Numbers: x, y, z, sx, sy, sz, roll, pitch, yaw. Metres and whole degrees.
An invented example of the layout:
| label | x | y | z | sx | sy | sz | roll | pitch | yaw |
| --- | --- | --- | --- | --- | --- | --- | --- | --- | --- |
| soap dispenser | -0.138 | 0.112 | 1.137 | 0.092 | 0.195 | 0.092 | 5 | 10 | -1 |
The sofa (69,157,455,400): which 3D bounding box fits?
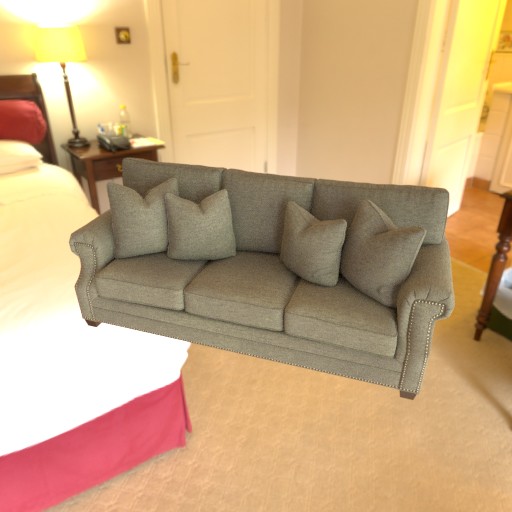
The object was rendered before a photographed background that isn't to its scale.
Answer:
| label | x | y | z | sx | sy | sz | roll | pitch | yaw |
| --- | --- | --- | --- | --- | --- | --- | --- | --- | --- |
| sofa | 0.000 | 0.000 | 2.844 | 2.312 | 0.975 | 0.965 | 9 | 29 | 17 |
